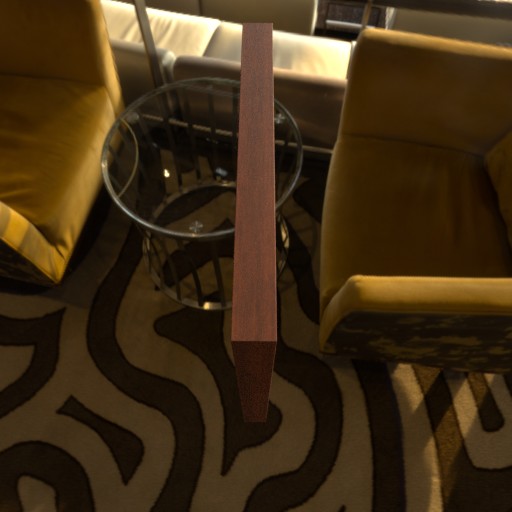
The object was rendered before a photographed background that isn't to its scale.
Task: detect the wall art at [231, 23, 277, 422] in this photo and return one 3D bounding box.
[{"bbox_3d":[0.000,0.000,0.538,0.030,0.381,0.330,0,62,0],"label":"wall art"}]
